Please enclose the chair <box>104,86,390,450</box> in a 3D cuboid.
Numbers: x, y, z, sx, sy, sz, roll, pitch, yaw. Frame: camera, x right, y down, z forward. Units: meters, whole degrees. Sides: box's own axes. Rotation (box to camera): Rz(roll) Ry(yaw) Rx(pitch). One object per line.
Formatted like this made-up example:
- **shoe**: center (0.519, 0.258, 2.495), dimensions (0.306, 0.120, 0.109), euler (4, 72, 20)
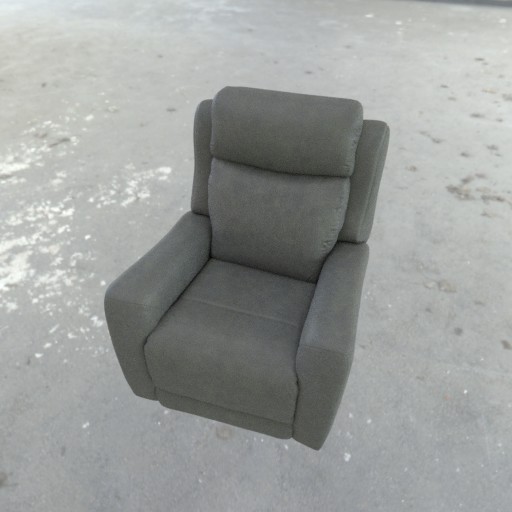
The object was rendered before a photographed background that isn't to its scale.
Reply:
- **chair**: center (0.000, 0.000, 1.932), dimensions (0.967, 1.116, 1.068), euler (12, 43, 13)
